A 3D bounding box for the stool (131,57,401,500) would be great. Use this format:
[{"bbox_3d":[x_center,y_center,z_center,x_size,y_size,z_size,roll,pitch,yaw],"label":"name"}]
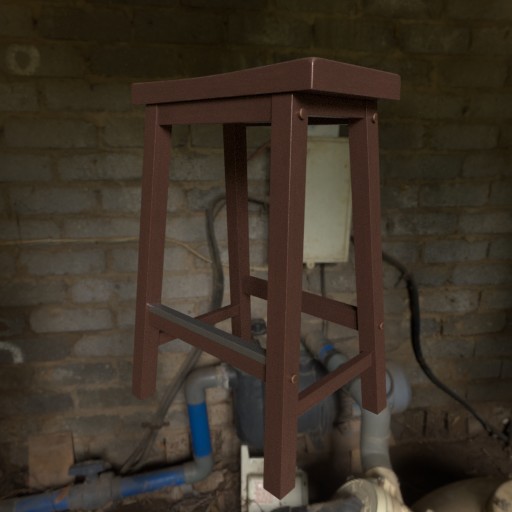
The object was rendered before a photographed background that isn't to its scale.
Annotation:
[{"bbox_3d":[0.000,0.000,0.819,0.406,0.610,0.322,14,20,42],"label":"stool"}]
